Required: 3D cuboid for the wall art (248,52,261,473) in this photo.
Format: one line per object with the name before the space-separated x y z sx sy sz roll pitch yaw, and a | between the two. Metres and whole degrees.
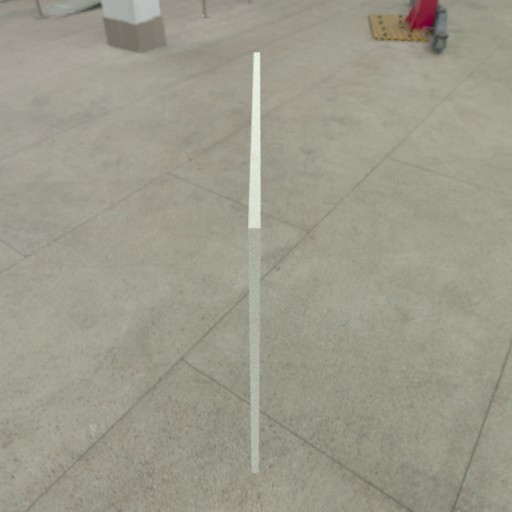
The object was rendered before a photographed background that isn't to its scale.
wall art | 0.000 0.000 0.872 0.013 0.584 0.584 0 41 0
